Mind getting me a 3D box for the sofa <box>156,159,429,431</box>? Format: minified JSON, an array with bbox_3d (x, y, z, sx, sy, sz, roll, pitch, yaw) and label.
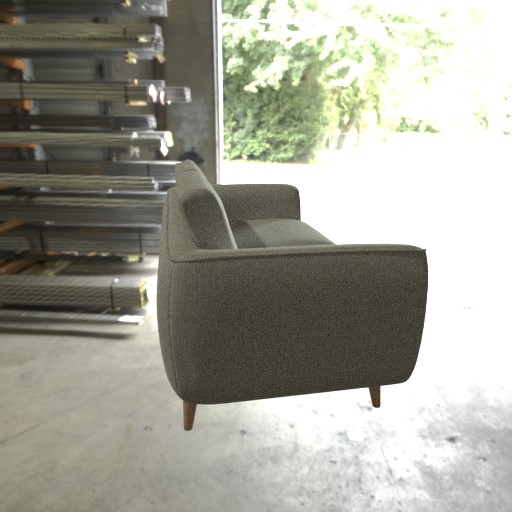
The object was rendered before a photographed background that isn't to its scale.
[{"bbox_3d":[0.000,0.000,2.179,0.920,0.850,1.700,-3,17,-10],"label":"sofa"}]
